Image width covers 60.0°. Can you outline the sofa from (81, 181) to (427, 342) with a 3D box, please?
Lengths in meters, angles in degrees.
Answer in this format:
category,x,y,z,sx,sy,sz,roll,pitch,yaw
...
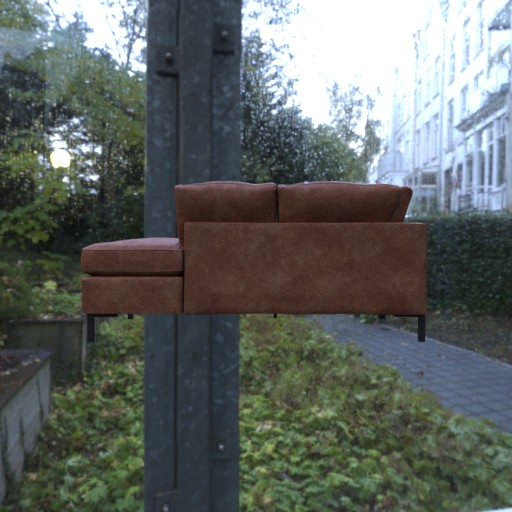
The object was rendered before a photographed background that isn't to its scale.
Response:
category,x,y,z,sx,sy,sz,roll,pitch,yaw
sofa,0.000,0.000,3.897,1.939,0.900,2.956,0,1,0
